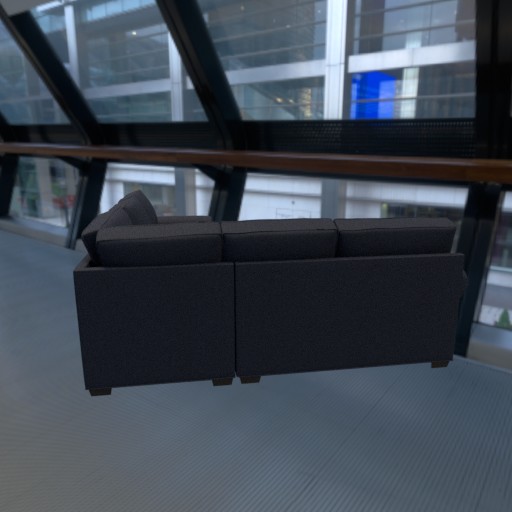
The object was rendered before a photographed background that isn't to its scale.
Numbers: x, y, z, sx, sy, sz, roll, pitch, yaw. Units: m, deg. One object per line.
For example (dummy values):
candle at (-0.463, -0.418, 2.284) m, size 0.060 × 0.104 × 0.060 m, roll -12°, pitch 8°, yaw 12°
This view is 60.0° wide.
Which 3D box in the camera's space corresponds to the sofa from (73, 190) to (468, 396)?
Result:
sofa at (0.000, 0.000, 3.944) m, size 2.487 × 1.042 × 2.562 m, roll -2°, pitch 14°, yaw -9°
